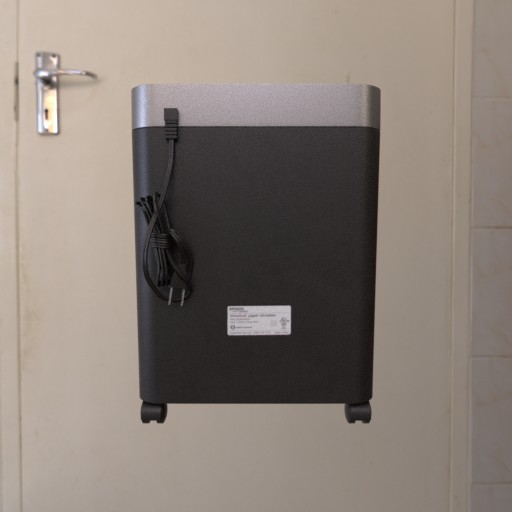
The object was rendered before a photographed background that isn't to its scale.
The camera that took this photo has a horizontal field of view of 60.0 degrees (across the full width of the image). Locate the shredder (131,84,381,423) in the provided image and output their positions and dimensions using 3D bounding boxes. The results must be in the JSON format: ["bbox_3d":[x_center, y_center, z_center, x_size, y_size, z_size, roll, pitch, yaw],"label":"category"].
[{"bbox_3d":[0.000,0.000,0.603,0.311,0.419,0.237,0,1,0],"label":"shredder"}]
